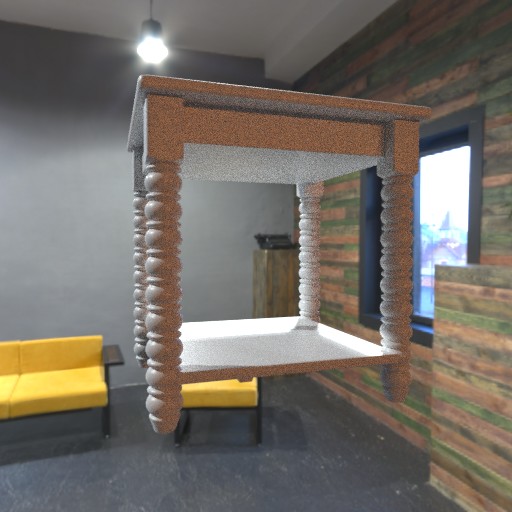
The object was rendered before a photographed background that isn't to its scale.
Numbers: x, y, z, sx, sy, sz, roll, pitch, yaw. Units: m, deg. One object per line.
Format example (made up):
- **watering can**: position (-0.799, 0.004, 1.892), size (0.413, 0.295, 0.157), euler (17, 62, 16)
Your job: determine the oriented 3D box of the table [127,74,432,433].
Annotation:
- **table**: position (0.000, 0.000, 0.987), size (0.533, 0.563, 0.500), euler (-1, 2, -18)
